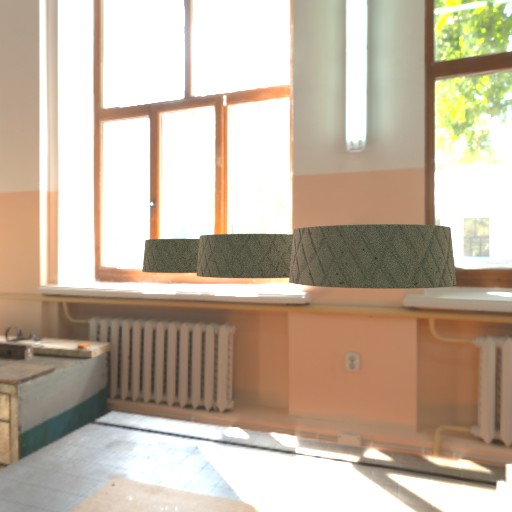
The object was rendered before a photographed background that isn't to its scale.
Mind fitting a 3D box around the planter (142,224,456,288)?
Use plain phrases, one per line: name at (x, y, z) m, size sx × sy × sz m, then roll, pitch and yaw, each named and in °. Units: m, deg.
planter at (0.000, 0.000, 0.427) m, size 0.114 × 0.038 × 0.390 m, roll 0°, pitch 0°, yaw -35°
